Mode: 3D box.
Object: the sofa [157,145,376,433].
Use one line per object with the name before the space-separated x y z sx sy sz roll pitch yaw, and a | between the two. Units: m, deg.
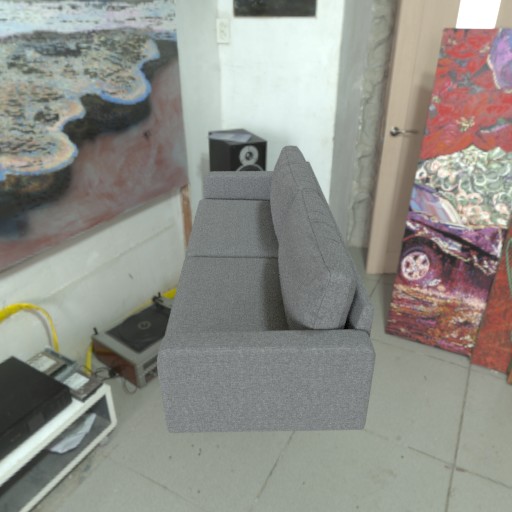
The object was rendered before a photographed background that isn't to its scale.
sofa | 0.000 0.000 2.714 0.880 0.880 2.200 -1 28 -1
